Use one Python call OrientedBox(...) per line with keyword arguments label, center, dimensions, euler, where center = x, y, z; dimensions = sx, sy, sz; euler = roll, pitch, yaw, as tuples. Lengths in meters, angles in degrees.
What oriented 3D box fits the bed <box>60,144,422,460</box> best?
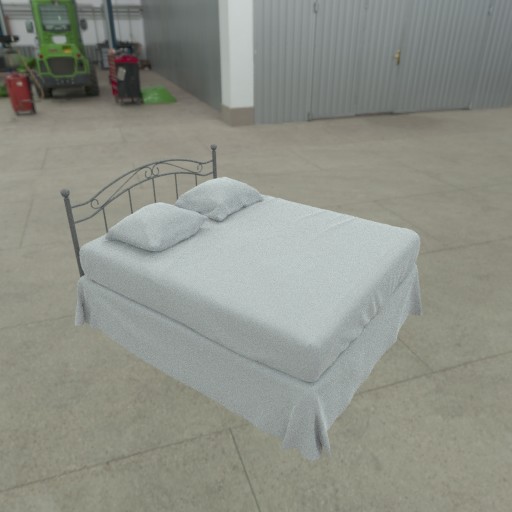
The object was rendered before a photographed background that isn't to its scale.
OrientedBox(label="bed", center=(0.000, 0.000, 3.338), dimensions=(2.215, 1.080, 1.936), euler=(18, 33, 31))
